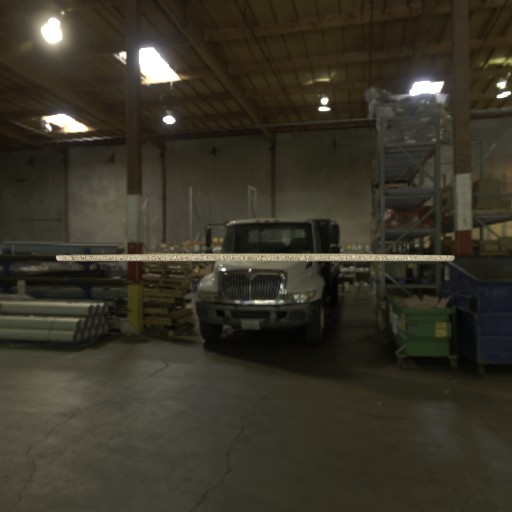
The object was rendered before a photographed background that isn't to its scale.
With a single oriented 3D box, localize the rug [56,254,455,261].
[{"bbox_3d":[0.000,0.000,3.311,1.801,0.024,2.700,0,0,0],"label":"rug"}]
